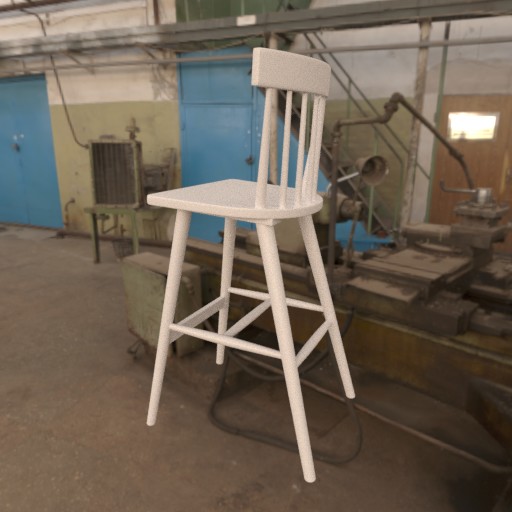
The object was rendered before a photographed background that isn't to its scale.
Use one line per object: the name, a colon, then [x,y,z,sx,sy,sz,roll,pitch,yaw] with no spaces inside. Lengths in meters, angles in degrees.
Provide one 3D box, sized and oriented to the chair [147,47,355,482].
chair: [0.000,0.000,1.365,0.572,1.092,0.483,8,17,25]
